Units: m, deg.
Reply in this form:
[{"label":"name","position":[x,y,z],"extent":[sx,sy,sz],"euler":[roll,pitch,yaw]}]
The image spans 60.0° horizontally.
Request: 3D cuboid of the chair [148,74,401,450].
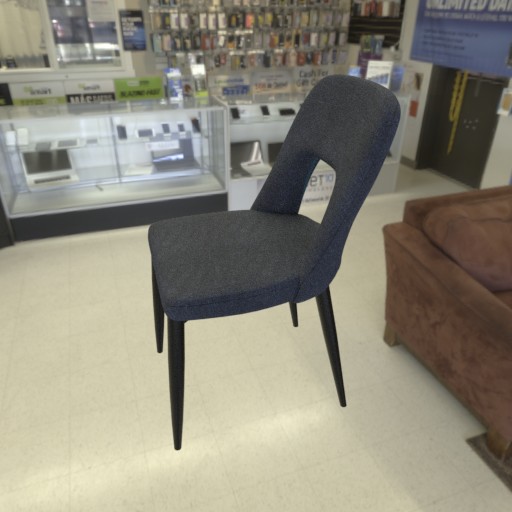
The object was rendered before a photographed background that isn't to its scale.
[{"label":"chair","position":[0.000,0.000,1.268],"extent":[0.612,0.931,0.470],"euler":[-9,31,-15]}]
